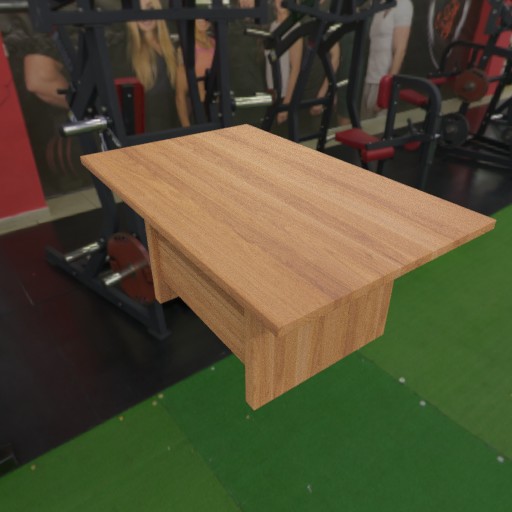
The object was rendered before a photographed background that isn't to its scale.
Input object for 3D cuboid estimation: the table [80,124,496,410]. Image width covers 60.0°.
[{"bbox_3d":[0.000,0.000,1.454,0.700,0.510,1.100,-21,37,-30],"label":"table"}]
